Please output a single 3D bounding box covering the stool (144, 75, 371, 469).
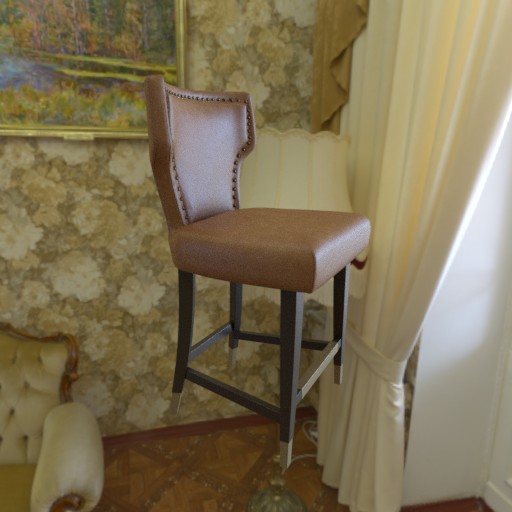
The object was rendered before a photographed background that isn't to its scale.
[{"bbox_3d":[0.000,0.000,1.331,0.563,0.982,0.526,7,16,26],"label":"stool"}]
